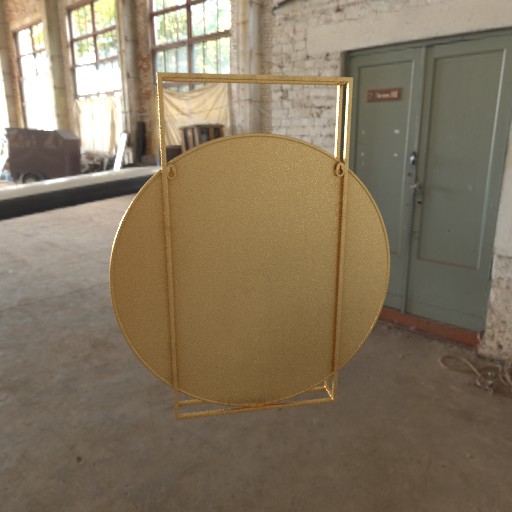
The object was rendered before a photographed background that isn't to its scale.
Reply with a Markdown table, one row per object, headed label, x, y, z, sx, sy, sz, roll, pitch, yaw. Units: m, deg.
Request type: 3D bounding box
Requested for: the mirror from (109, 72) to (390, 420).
| label | x | y | z | sx | sy | sz | roll | pitch | yaw |
| --- | --- | --- | --- | --- | --- | --- | --- | --- | --- |
| mirror | 0.000 | 0.000 | 0.799 | 0.508 | 0.603 | 0.051 | -3 | 15 | -10 |
